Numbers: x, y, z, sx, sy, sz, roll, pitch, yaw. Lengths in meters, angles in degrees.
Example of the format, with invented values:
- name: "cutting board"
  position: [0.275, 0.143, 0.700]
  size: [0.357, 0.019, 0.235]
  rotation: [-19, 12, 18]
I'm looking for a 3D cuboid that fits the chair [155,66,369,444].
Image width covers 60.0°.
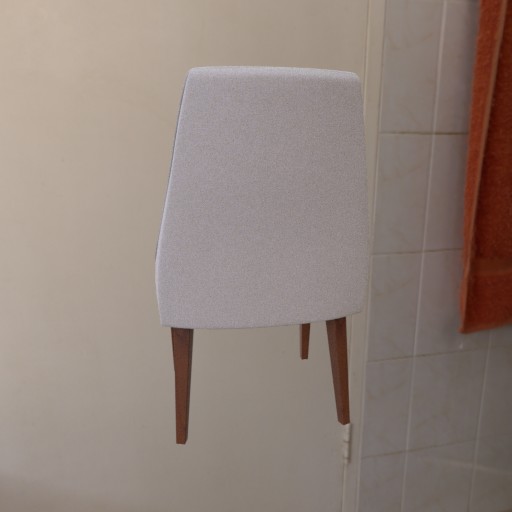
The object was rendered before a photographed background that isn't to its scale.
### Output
- name: "chair"
  position: [0.000, 0.000, 1.188]
  size: [0.529, 0.861, 0.544]
  rotation: [-3, 14, -11]
